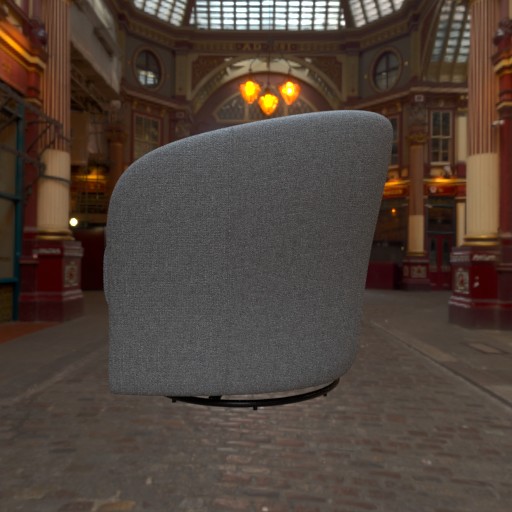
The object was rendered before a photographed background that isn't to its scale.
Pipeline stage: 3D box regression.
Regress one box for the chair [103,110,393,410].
[{"bbox_3d":[0.000,0.000,1.396,0.815,0.771,0.791,0,0,0],"label":"chair"}]
